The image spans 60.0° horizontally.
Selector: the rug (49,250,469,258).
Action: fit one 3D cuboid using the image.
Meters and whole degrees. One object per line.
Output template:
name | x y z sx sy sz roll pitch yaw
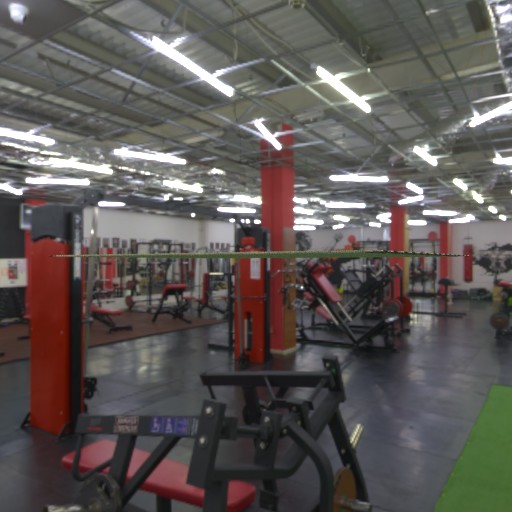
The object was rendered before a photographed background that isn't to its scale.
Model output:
rug | 0.000 0.000 2.292 1.802 0.008 1.247 -1 -1 36
